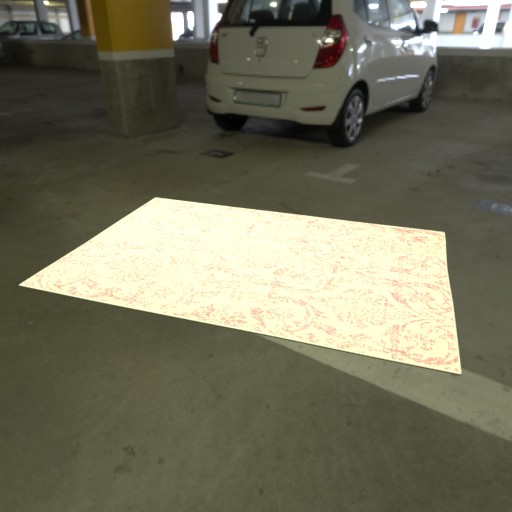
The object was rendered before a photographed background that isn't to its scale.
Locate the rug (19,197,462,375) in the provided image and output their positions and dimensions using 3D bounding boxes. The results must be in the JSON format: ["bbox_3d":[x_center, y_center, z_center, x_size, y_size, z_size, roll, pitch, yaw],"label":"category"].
[{"bbox_3d":[0.000,0.000,3.344,2.746,0.018,1.819,9,28,16],"label":"rug"}]
